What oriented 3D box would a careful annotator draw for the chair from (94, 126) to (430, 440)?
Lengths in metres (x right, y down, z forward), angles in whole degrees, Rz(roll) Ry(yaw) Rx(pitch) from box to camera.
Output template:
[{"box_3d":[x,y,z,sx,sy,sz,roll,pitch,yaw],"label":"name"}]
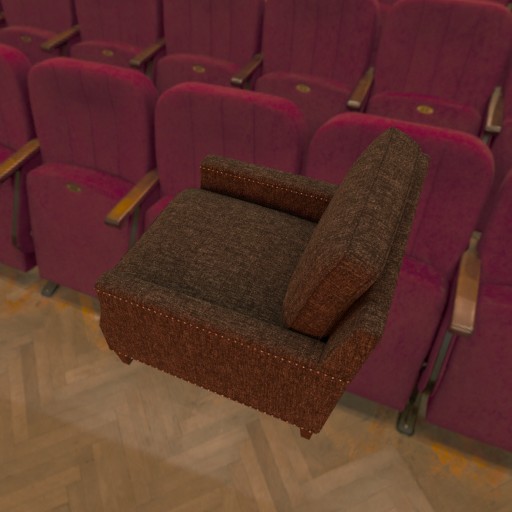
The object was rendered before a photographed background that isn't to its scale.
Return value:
[{"box_3d":[0.000,0.000,1.704,1.014,0.943,0.853,17,49,16],"label":"chair"}]
